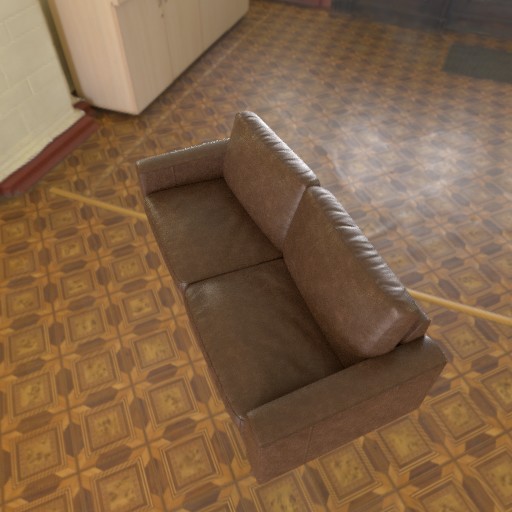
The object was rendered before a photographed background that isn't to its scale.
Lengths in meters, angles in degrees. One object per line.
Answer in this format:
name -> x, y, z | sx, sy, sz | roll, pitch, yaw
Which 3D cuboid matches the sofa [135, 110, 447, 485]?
sofa -> 0.000, 0.000, 2.698 | 1.016, 0.873, 2.179 | -18, 50, -16
